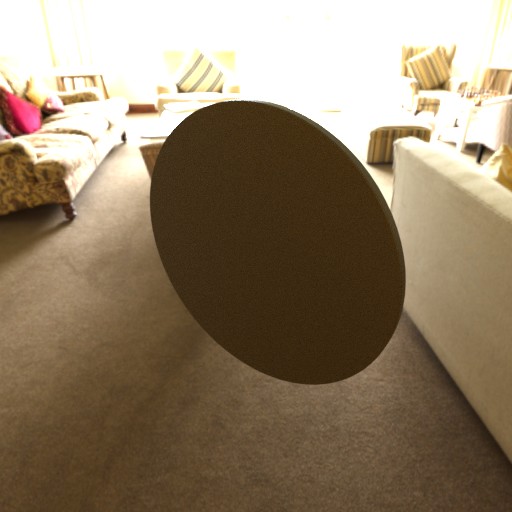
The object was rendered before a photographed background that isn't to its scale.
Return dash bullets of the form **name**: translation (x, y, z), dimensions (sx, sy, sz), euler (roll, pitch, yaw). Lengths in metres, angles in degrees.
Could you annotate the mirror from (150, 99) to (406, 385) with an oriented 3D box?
- **mirror**: translation (0.000, 0.000, 1.602), dimensions (1.077, 1.077, 0.036), euler (20, 35, 31)
